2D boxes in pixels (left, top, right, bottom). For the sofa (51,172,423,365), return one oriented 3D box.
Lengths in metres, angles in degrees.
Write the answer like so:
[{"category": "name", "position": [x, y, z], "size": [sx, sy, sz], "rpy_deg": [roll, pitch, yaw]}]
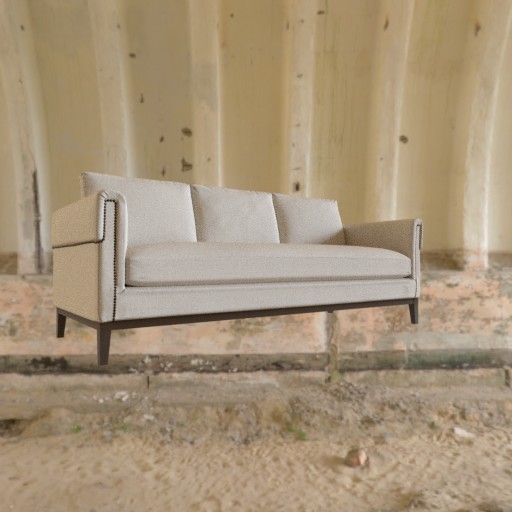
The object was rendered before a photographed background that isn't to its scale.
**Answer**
[{"category": "sofa", "position": [0.000, 0.000, 2.737], "size": [2.198, 0.911, 0.902], "rpy_deg": [1, -1, -35]}]
